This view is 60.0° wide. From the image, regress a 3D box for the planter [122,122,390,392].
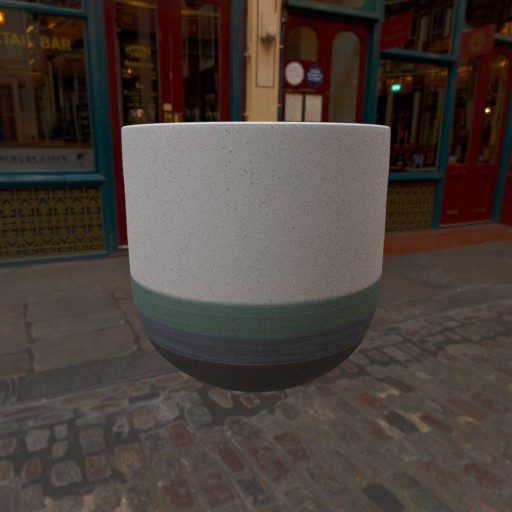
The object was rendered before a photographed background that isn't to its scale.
[{"bbox_3d":[0.000,0.000,0.488,0.268,0.270,0.268,0,14,0],"label":"planter"}]
